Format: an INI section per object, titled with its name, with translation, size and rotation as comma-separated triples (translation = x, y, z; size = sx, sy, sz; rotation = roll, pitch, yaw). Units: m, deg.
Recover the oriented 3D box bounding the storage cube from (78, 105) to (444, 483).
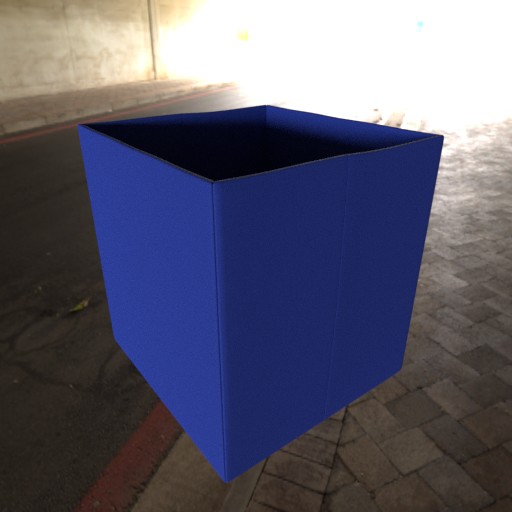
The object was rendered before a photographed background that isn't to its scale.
[storage cube]
translation = 0.000, 0.000, 0.498
size = 0.270, 0.280, 0.270
rotation = -18, 32, -33
